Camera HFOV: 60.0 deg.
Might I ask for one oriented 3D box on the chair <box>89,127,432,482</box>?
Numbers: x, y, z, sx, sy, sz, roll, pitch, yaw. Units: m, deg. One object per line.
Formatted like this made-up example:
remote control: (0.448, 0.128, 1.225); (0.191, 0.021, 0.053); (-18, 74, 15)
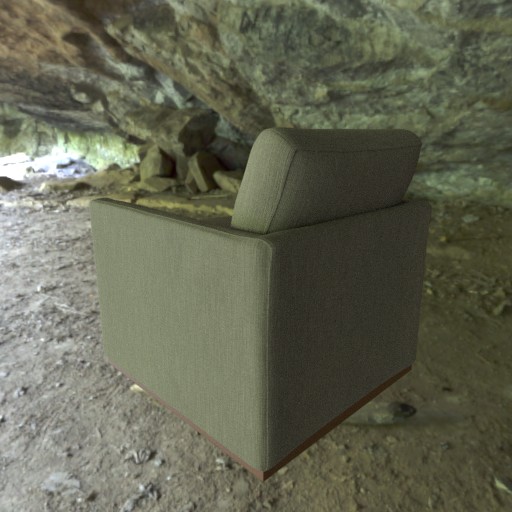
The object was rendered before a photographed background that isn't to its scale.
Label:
chair: (0.000, 0.000, 1.461); (0.763, 0.811, 0.834); (-15, 22, -42)
